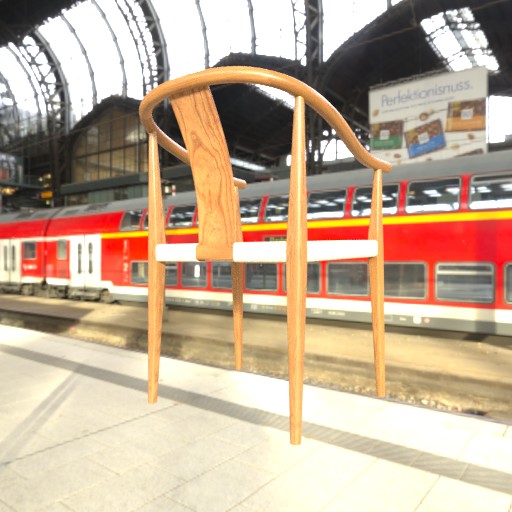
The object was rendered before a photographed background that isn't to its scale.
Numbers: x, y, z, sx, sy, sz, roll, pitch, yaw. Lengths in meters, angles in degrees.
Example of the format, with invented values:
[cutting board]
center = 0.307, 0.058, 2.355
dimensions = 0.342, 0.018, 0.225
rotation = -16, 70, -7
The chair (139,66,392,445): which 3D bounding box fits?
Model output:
[chair]
center = 0.000, 0.000, 1.208
dimensions = 0.556, 0.800, 0.579
rotation = 0, 0, 36
